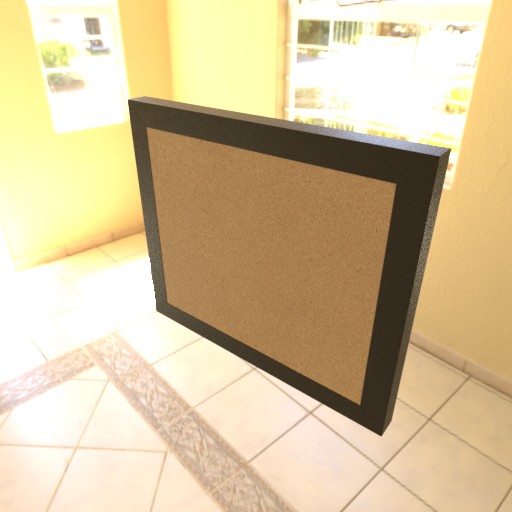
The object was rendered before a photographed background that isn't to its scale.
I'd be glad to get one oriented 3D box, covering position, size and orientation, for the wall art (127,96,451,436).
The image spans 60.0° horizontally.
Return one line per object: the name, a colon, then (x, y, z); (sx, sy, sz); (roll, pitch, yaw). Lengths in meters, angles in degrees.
wall art: (0.000, 0.000, 0.531); (0.381, 0.321, 0.028); (21, 36, 33)
